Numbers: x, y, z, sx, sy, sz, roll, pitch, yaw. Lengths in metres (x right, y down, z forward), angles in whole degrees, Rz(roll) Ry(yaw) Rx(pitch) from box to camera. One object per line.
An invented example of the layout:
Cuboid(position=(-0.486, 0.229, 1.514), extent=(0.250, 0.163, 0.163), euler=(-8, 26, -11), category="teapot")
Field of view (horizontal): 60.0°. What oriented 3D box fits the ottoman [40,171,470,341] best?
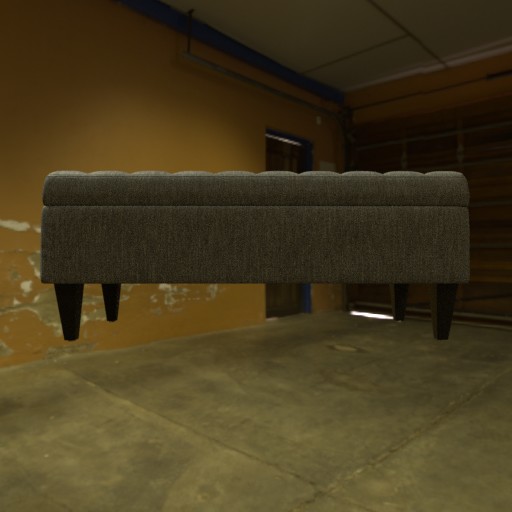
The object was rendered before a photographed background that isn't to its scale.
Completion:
Cuboid(position=(0.000, 0.000, 1.407), extent=(1.151, 0.469, 0.482), euler=(0, 0, -1), category="ottoman")
